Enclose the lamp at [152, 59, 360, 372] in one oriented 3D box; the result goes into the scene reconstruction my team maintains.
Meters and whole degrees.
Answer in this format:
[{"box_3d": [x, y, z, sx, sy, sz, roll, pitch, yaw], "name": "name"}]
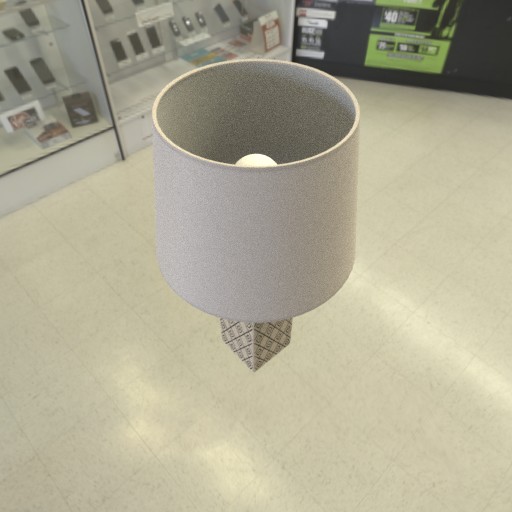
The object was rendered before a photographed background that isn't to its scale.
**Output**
[{"box_3d": [0.000, 0.000, 0.588, 0.251, 0.435, 0.251, 0, 48, 0], "name": "lamp"}]
